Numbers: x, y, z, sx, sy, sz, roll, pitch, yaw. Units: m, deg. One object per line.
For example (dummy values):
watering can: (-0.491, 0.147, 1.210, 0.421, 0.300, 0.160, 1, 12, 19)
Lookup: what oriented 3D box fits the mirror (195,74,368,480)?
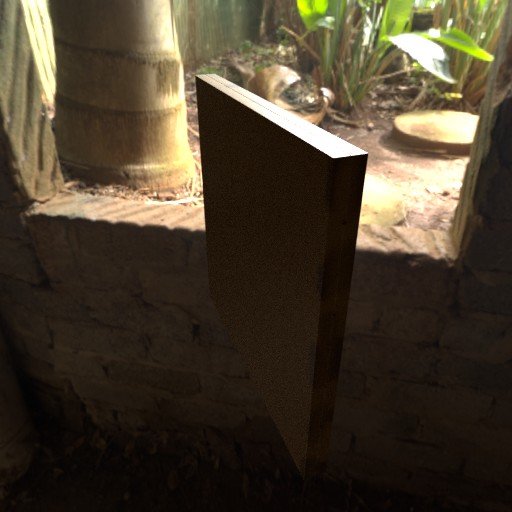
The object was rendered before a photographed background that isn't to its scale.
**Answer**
mirror: (0.000, 0.000, 0.756, 0.042, 0.507, 0.509, -11, 33, -18)
